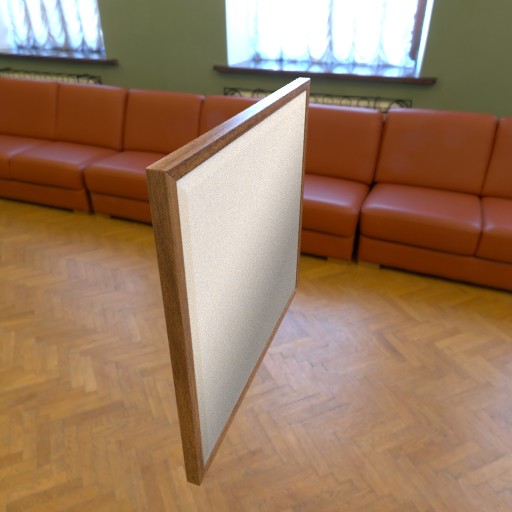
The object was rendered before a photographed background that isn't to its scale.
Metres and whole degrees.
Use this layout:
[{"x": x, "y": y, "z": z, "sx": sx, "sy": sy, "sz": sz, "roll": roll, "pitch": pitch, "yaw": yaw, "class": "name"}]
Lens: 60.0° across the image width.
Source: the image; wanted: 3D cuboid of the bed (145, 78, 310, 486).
[{"x": 0.000, "y": 0.000, "z": 1.449, "sx": 0.043, "sy": 0.940, "sz": 1.041, "roll": 11, "pitch": 32, "yaw": 17, "class": "bed"}]
